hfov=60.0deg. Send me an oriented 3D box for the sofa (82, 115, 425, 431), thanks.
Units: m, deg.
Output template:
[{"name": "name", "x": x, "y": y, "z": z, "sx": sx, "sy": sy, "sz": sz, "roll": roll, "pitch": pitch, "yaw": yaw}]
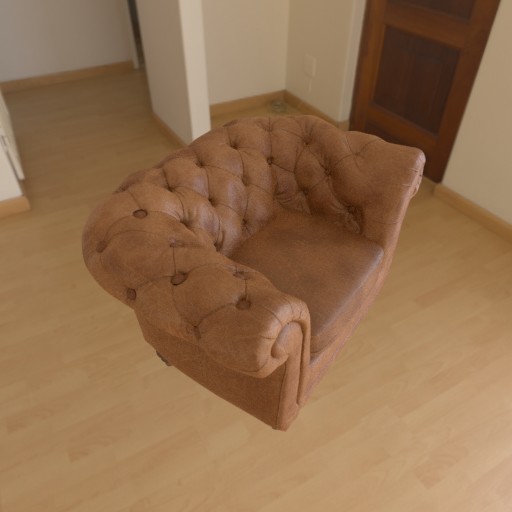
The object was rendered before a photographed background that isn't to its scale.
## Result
[{"name": "sofa", "x": 0.000, "y": 0.000, "z": 2.035, "sx": 1.033, "sy": 0.878, "sz": 1.405, "roll": 25, "pitch": 47, "yaw": 26}]
